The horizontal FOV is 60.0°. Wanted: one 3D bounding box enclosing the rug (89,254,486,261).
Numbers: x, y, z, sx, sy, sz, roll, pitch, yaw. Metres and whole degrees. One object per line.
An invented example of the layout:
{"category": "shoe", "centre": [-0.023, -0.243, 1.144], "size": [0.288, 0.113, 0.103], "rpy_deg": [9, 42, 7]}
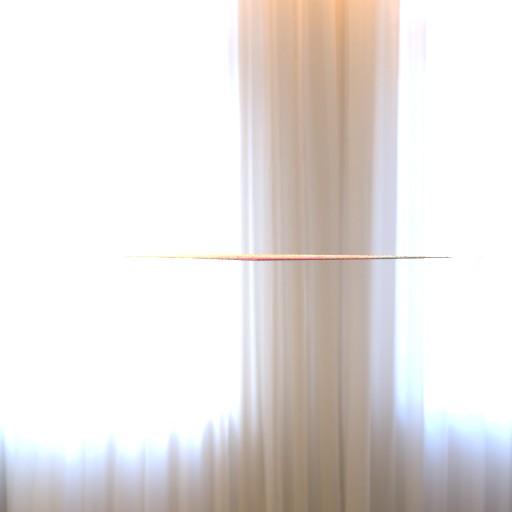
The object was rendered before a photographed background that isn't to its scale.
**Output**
{"category": "rug", "centre": [0.000, 0.000, 3.759], "size": [2.007, 0.013, 2.896], "rpy_deg": [0, 1, -35]}
